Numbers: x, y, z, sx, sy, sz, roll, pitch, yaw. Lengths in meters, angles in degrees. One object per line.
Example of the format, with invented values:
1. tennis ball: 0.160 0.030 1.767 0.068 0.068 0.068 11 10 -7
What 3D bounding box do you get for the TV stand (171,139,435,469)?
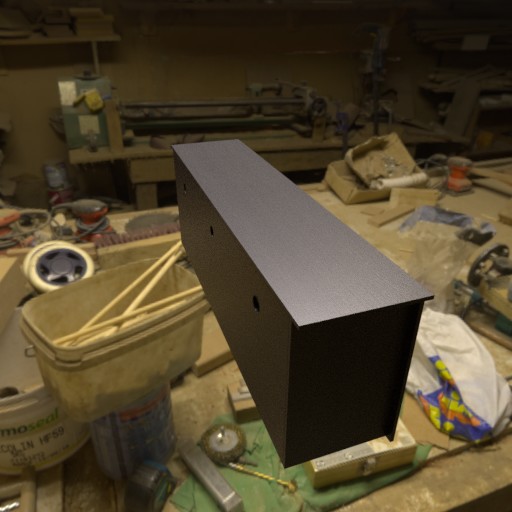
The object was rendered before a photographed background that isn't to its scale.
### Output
1. TV stand: 0.000 0.000 2.034 0.406 0.610 1.778 -10 30 -17
